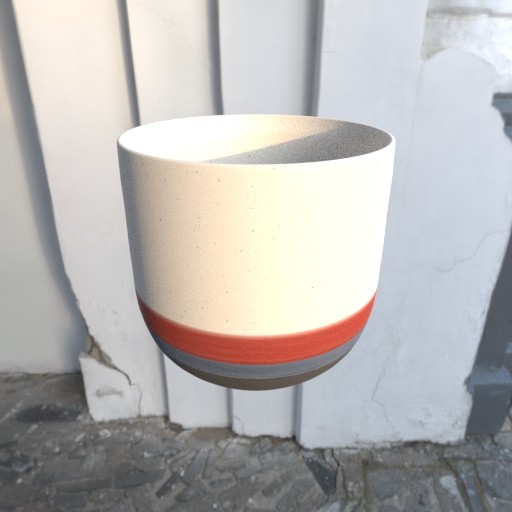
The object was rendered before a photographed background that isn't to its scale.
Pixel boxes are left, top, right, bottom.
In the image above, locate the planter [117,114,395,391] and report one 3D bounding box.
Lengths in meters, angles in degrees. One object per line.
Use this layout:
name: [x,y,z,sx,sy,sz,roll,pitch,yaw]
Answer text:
planter: [0.000,0.000,0.496,0.268,0.270,0.268,0,25,0]
